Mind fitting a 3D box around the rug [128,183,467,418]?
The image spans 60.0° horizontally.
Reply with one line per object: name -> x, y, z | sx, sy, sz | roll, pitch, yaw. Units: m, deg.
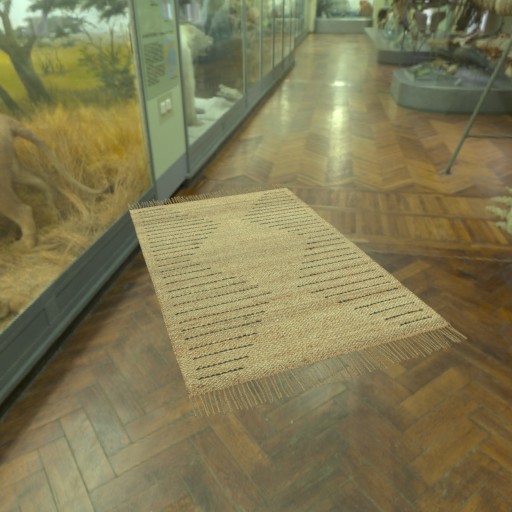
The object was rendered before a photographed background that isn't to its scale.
rug -> 0.000, 0.000, 2.578 | 1.224, 0.027, 2.085 | -11, 32, -18
